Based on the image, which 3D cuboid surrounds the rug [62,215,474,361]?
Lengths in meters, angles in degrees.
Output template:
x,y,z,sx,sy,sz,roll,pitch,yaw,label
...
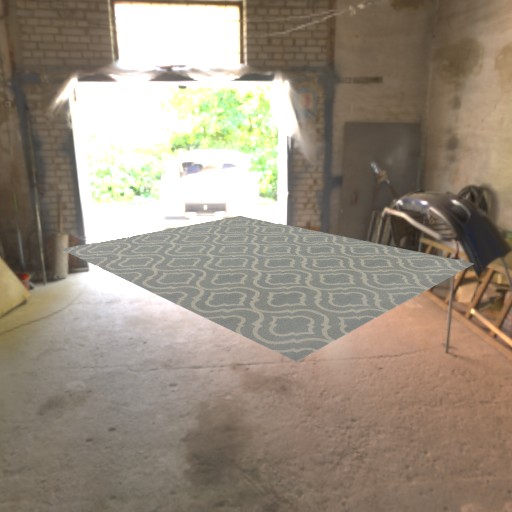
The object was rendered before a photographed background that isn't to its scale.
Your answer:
x,y,z,sx,sy,sz,roll,pitch,yaw,label
0.000,0.000,3.938,2.283,0.006,2.892,-16,22,-42,rug
